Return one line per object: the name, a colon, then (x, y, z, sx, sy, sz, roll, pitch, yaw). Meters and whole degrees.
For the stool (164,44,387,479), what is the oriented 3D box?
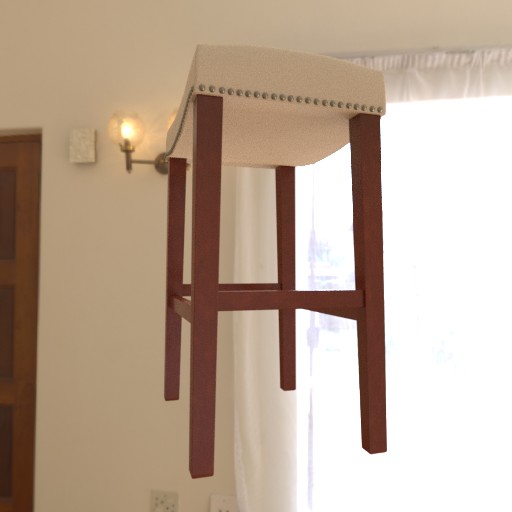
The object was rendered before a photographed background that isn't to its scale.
stool: (0.000, 0.000, 1.009, 0.372, 0.742, 0.504, 1, -2, -17)
